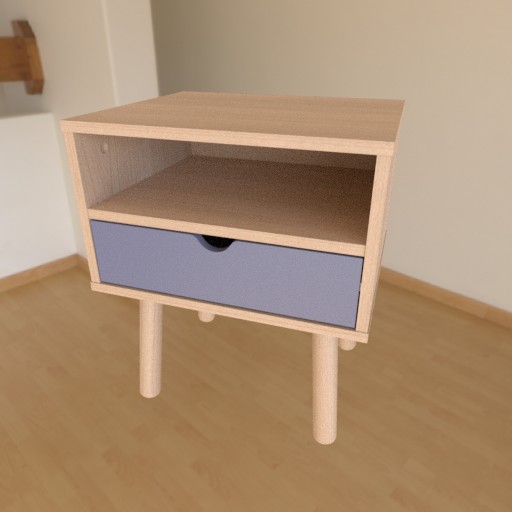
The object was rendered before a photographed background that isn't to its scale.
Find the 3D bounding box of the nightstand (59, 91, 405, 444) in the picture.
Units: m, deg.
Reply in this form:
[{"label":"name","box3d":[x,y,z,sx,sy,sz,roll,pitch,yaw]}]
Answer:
[{"label":"nightstand","box3d":[0.000,0.000,0.832,0.450,0.530,0.380,8,28,17]}]
